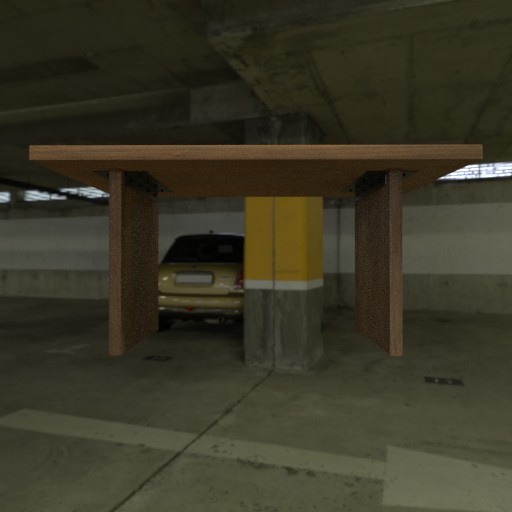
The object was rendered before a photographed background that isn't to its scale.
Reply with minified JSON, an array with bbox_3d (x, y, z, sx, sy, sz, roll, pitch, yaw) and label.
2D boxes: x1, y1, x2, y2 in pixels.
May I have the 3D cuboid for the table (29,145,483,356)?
[{"bbox_3d":[0.000,0.000,2.042,1.609,0.780,0.946,0,0,0],"label":"table"}]
